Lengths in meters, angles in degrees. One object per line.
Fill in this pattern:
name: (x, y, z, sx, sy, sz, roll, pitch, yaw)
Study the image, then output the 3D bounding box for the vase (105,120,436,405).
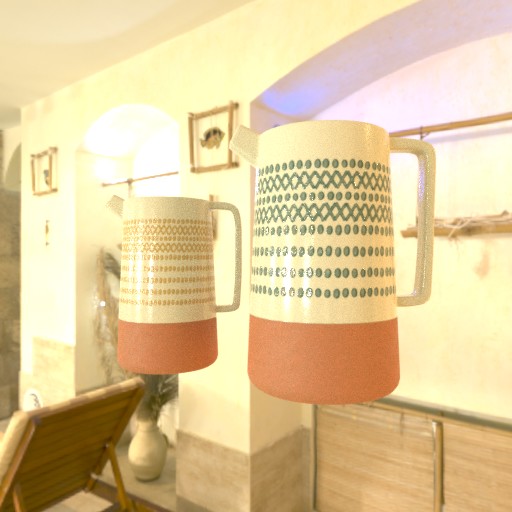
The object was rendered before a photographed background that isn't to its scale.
vase: (0.000, 0.000, 0.467, 0.326, 0.247, 0.168, 0, 0, 37)
